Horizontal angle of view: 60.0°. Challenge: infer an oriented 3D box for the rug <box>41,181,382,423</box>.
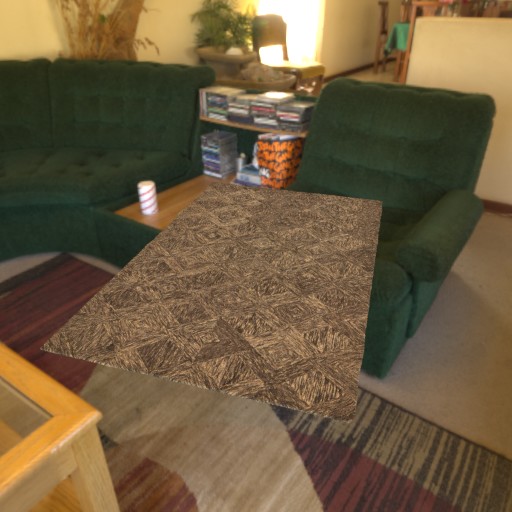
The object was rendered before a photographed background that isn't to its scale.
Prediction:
[{"bbox_3d":[0.000,0.000,2.287,1.189,0.011,1.808,9,32,14],"label":"rug"}]
